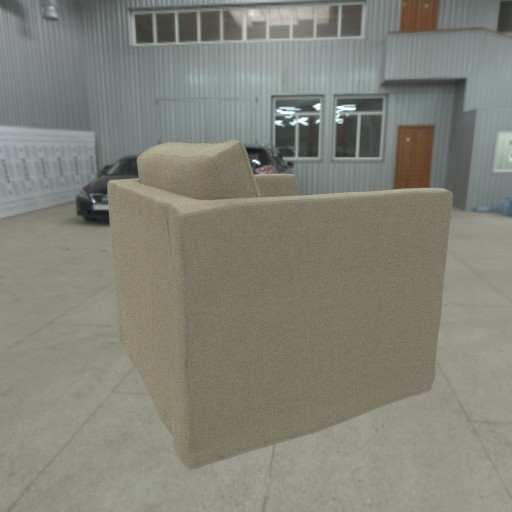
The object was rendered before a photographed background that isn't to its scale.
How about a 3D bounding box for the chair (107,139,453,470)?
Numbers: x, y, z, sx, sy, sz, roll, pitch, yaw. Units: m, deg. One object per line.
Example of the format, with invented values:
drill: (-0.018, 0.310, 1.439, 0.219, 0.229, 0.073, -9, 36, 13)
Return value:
chair: (0.000, 0.000, 1.723, 0.949, 0.863, 1.057, -7, 15, -26)
